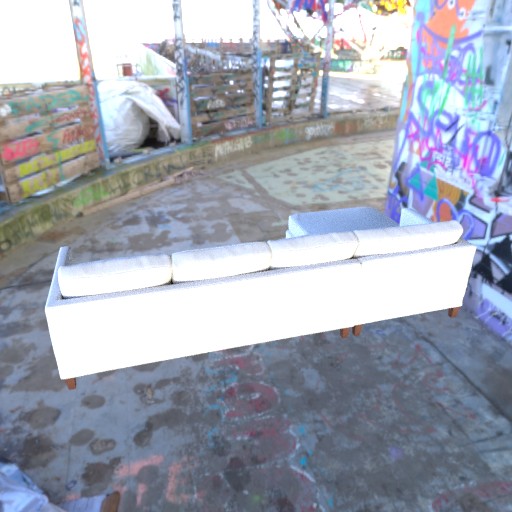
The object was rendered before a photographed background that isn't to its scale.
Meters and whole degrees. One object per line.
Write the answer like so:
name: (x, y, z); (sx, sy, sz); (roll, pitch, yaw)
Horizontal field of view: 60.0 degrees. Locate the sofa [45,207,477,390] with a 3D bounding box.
sofa: (0.000, 0.000, 3.899); (3.186, 0.861, 1.625); (-7, 28, -14)
